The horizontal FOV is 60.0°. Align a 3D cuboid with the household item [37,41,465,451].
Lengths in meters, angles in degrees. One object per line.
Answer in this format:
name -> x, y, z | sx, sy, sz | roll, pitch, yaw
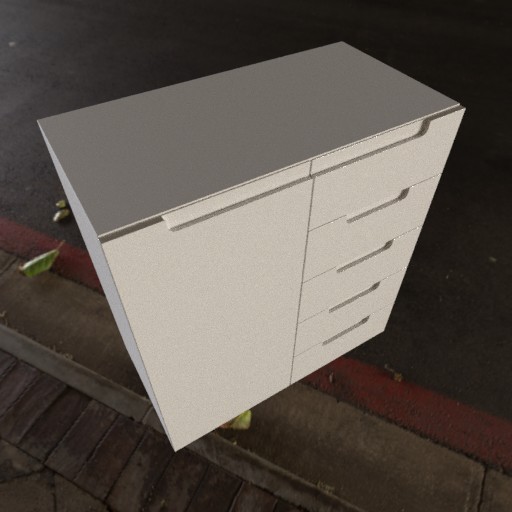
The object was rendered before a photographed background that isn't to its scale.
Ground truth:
household item -> 0.000, 0.000, 1.246 | 0.800, 0.870, 0.420 | -24, 51, -21
